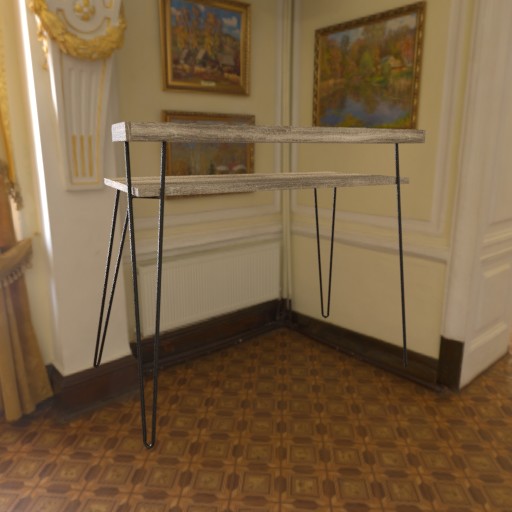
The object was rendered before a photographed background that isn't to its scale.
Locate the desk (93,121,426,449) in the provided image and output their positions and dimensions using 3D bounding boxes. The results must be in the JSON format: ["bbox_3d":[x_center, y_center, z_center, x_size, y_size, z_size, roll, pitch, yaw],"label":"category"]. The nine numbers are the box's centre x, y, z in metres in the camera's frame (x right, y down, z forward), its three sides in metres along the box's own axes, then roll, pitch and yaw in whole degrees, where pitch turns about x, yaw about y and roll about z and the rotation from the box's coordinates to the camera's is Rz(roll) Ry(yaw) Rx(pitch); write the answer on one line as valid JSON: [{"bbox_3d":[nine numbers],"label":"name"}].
[{"bbox_3d":[0.000,0.000,1.642,1.135,0.899,0.605,-7,15,-27],"label":"desk"}]
